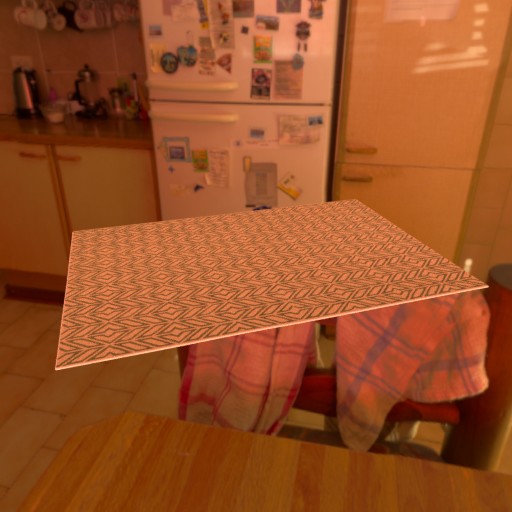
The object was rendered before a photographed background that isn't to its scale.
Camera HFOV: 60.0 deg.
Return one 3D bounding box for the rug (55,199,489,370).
[{"bbox_3d":[0.000,0.000,2.280,1.828,0.007,1.220,-8,28,-16],"label":"rug"}]
